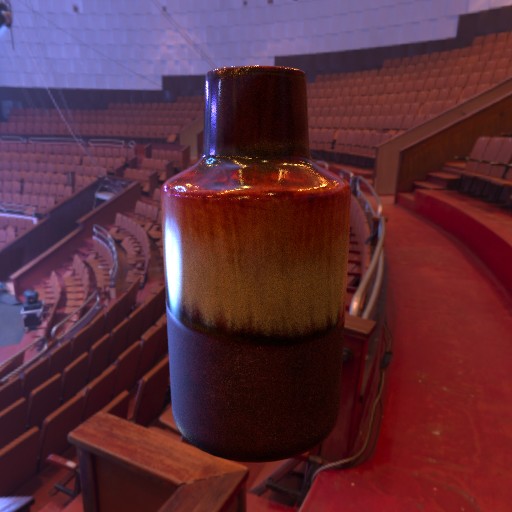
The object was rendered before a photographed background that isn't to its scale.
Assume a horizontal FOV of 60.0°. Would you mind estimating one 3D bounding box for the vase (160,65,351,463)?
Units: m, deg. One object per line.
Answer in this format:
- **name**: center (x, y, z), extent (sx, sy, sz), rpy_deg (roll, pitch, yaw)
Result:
- **vase**: center (0.000, 0.000, 0.264), extent (0.108, 0.204, 0.108), rpy_deg (0, 15, 0)
